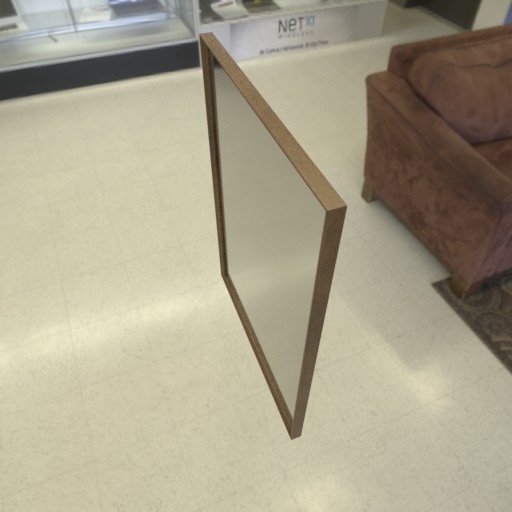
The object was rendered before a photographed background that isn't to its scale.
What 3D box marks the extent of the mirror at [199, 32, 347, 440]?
[{"bbox_3d":[0.000,0.000,1.338,0.041,1.016,0.762,-16,50,-14],"label":"mirror"}]
